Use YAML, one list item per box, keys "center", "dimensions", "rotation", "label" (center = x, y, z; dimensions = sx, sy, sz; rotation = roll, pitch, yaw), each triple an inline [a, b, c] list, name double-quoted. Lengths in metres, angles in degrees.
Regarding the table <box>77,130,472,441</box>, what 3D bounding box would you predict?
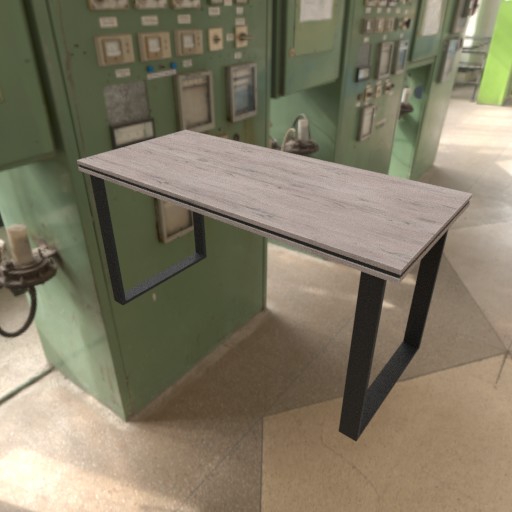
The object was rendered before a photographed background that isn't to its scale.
- center: [0.000, 0.000, 2.362]
  dimensions: [1.778, 0.899, 0.795]
  rotation: [21, 36, 32]
  label: "table"
